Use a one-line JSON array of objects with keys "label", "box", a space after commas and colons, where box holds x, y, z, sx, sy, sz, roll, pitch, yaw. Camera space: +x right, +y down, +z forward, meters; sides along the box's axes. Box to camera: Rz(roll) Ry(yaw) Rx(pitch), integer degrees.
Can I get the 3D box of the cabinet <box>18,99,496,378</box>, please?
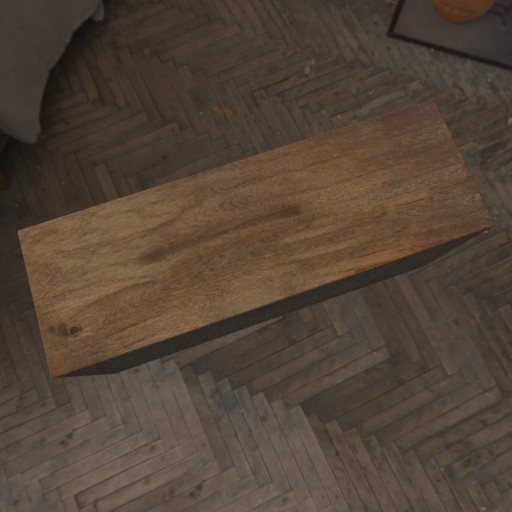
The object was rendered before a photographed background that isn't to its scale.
[{"label": "cabinet", "box": [0.000, 0.000, 1.736, 1.373, 0.812, 0.480, -19, 77, -4]}]
